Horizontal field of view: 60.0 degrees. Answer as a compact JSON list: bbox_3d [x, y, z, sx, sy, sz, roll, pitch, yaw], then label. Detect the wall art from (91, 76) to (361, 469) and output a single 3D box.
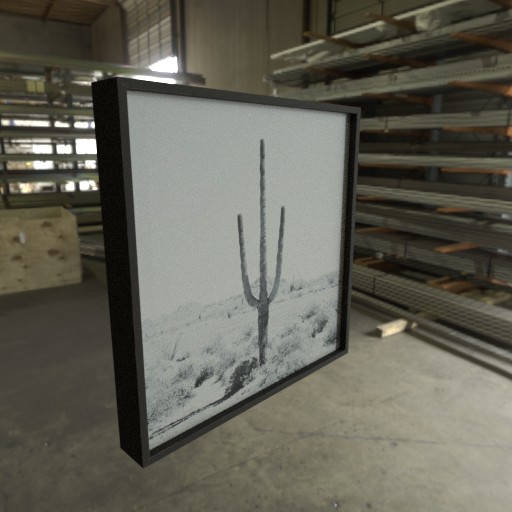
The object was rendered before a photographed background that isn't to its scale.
[{"bbox_3d":[0.000,0.000,0.451,0.038,0.305,0.305,13,18,43],"label":"wall art"}]
